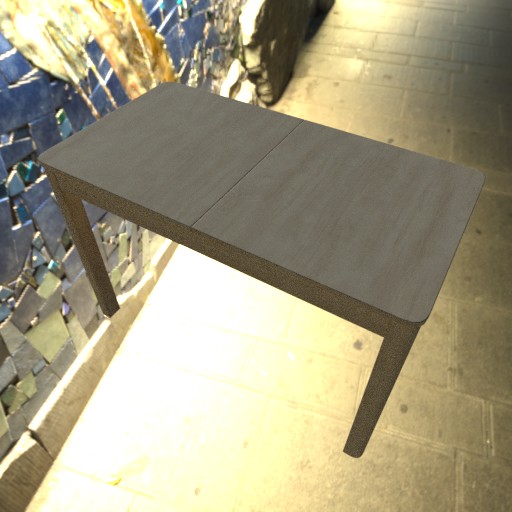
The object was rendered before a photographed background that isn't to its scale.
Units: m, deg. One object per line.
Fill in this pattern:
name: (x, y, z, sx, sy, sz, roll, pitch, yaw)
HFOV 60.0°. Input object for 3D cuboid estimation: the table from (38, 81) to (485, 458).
table: (0.000, 0.000, 1.863, 1.400, 0.900, 0.750, 23, 50, 21)
